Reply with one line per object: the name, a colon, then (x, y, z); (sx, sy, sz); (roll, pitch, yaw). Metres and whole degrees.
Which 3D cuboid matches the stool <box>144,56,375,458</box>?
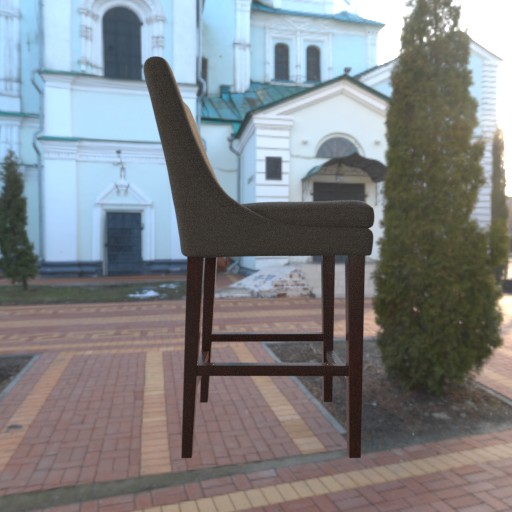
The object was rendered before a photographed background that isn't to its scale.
stool: (0.000, 0.000, 1.281); (0.577, 0.981, 0.470); (0, 1, 0)
